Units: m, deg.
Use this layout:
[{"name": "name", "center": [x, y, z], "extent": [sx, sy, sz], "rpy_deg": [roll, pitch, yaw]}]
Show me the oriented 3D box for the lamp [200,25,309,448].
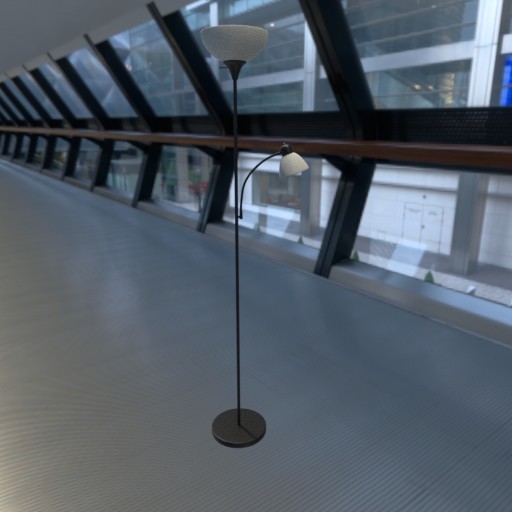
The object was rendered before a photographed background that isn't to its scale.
[{"name": "lamp", "center": [0.000, 0.000, 1.965], "extent": [0.442, 1.804, 0.279], "rpy_deg": [2, 15, 7]}]
